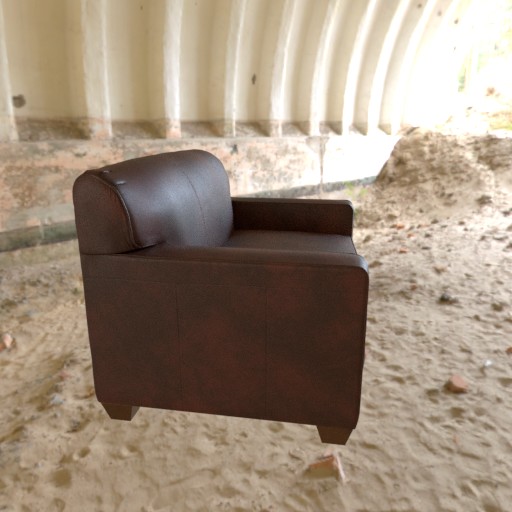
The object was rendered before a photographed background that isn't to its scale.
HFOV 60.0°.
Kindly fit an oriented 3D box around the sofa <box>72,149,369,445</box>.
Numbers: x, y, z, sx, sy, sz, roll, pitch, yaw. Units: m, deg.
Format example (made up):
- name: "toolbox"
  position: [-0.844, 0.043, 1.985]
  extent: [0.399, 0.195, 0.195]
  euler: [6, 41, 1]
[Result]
- name: "sofa"
  position: [0.000, 0.000, 2.092]
  extent: [1.000, 0.956, 1.413]
  euler: [3, 16, 9]
